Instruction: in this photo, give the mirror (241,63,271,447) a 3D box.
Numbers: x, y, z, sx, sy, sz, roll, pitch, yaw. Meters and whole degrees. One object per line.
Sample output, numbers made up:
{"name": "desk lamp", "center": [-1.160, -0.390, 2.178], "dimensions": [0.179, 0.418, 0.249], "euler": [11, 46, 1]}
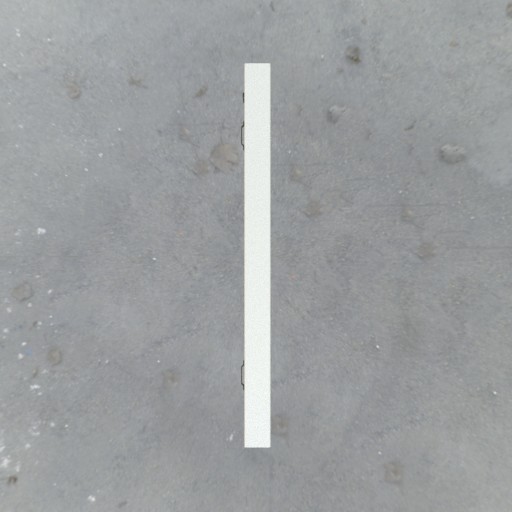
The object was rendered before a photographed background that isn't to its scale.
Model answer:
{"name": "mirror", "center": [0.000, 0.000, 0.940], "dimensions": [0.039, 0.710, 0.507], "euler": [0, 90, 0]}
